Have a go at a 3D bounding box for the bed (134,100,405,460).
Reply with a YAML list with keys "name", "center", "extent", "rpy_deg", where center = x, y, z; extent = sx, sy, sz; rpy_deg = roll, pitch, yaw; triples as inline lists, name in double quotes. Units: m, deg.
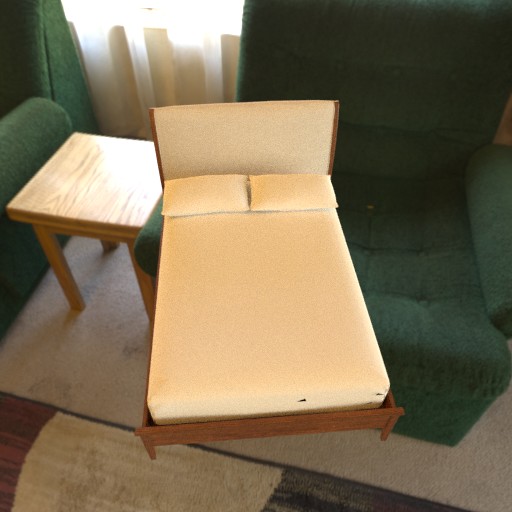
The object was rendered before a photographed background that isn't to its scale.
- name: "bed"
  center: [0.000, 0.000, 3.300]
  extent: [1.612, 1.250, 2.380]
  rpy_deg: [-3, 46, -3]
